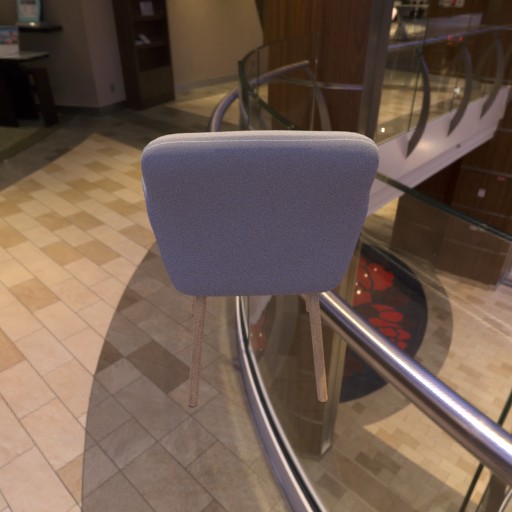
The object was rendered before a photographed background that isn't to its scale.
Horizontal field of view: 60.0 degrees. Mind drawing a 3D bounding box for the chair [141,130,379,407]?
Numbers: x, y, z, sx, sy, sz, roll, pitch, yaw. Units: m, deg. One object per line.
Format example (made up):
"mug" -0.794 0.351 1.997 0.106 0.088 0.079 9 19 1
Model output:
"chair" 0.000 0.000 1.206 0.570 0.830 0.590 -1 31 -2
